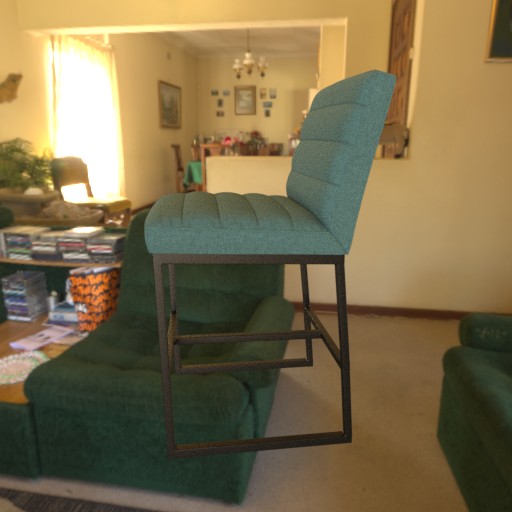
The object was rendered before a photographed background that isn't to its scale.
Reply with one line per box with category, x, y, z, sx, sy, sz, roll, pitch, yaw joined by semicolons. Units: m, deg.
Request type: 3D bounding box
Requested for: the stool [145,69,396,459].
stool;0.000;0.000;1.250;0.560;0.940;0.460;-2;15;-7
